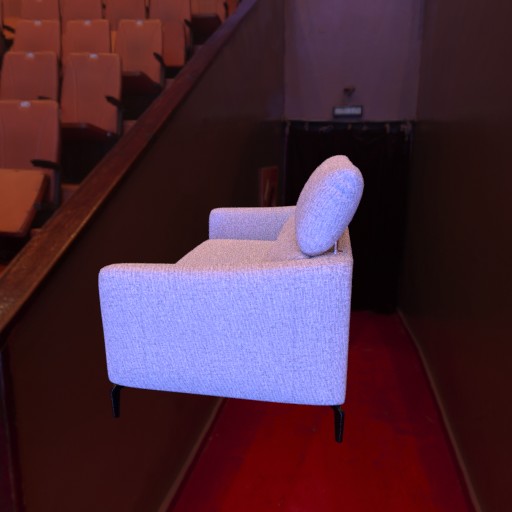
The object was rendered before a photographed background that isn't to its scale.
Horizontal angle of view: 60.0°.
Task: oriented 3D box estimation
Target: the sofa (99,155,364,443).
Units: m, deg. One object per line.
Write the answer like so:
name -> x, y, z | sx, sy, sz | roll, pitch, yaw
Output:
sofa -> 0.000, 0.000, 2.159 | 0.905, 0.950, 1.540 | 2, 14, 10
